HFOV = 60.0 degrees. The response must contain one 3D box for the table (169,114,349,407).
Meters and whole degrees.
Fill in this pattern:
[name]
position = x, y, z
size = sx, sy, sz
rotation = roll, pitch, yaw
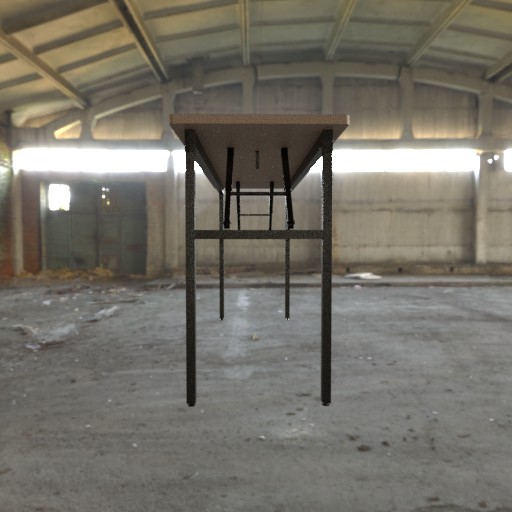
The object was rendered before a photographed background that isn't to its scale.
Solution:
[table]
position = 0.000, 0.000, 1.799
size = 0.447, 0.750, 1.397
rotation = 0, 2, -1
